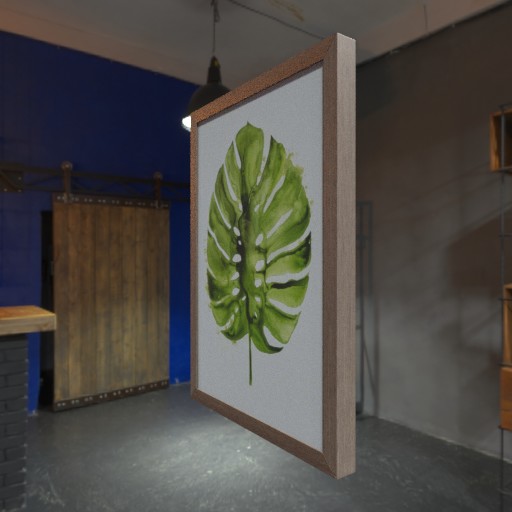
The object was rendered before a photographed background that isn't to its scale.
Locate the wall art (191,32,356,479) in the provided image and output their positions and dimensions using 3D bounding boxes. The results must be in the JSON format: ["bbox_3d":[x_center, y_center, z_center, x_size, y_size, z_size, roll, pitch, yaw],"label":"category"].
[{"bbox_3d":[0.000,0.000,0.659,0.032,0.510,0.358,0,0,-36],"label":"wall art"}]
